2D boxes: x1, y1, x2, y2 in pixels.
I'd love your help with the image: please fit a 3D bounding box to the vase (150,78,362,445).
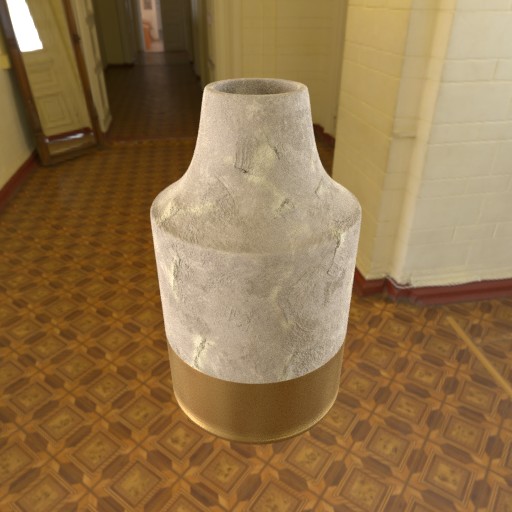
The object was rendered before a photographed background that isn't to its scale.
[{"bbox_3d":[0.000,0.000,0.419,0.184,0.305,0.184,0,31,0],"label":"vase"}]
